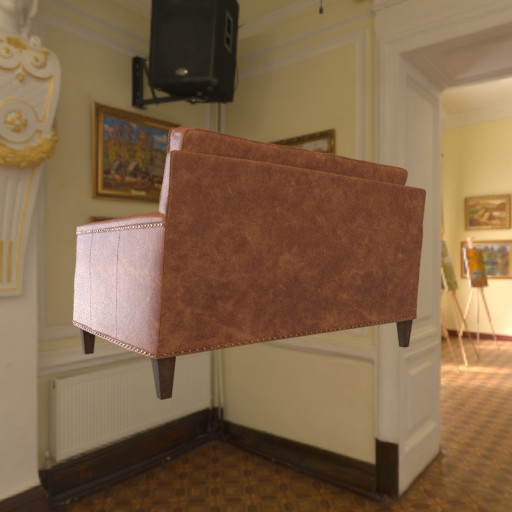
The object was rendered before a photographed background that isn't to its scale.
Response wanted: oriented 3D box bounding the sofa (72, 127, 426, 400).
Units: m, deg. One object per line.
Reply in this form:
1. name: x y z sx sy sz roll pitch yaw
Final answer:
1. sofa: 0.000 0.000 2.340 1.597 1.003 1.084 0 0 -37
